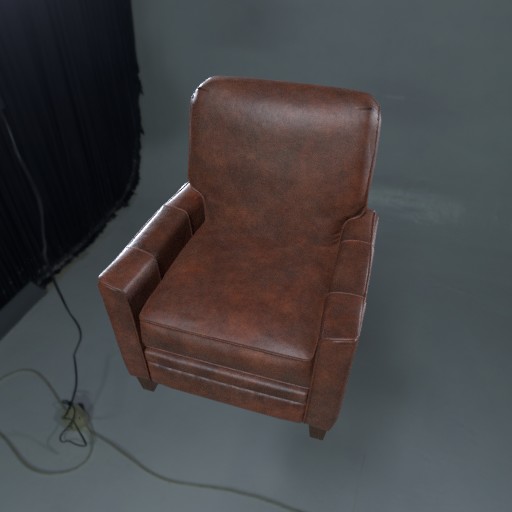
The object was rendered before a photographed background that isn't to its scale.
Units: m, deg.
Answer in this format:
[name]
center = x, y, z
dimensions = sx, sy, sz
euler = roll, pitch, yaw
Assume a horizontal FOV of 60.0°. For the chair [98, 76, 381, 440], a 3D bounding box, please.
[chair]
center = 0.000, 0.000, 1.669
dimensions = 0.843, 1.043, 0.836
euler = 11, 42, 13
